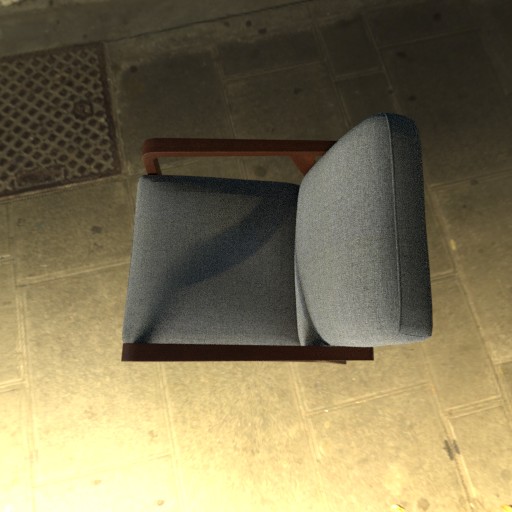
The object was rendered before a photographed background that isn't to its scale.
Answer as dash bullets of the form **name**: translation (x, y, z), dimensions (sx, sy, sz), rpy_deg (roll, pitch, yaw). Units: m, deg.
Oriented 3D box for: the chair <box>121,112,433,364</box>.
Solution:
- **chair**: translation (0.000, 0.000, 1.465), dimensions (0.858, 0.847, 0.704), rpy_deg (1, 75, 0)
